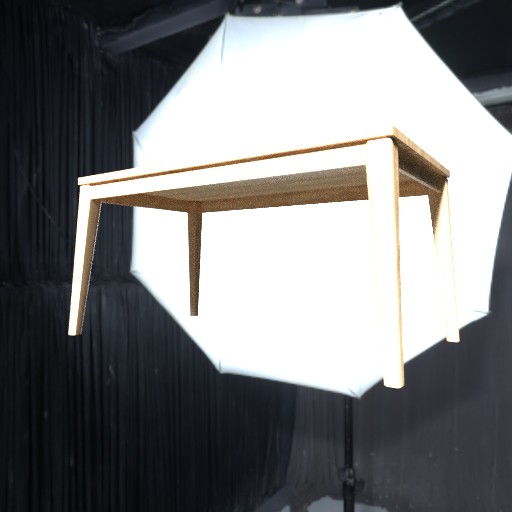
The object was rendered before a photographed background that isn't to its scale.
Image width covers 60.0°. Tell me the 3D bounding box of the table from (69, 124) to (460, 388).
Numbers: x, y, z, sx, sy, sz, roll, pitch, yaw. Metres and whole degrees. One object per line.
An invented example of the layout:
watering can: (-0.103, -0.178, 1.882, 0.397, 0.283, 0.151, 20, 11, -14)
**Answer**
table: (0.000, 0.000, 2.071, 1.600, 0.760, 0.900, 0, -1, 34)
